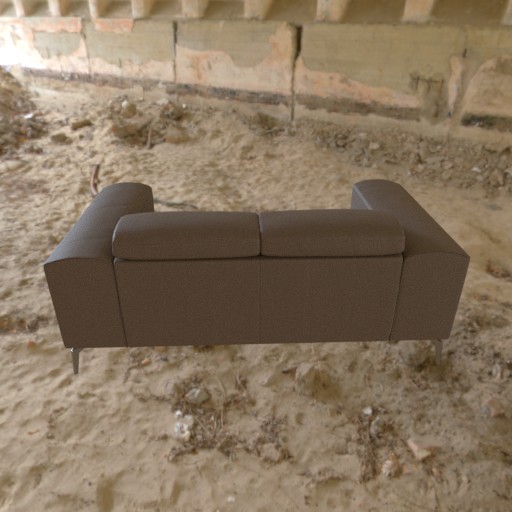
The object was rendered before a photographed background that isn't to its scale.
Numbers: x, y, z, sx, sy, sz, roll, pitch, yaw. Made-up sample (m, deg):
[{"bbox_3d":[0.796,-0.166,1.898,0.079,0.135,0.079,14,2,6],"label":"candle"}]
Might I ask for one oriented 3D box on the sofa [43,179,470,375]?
[{"bbox_3d":[0.000,0.000,2.462,1.895,0.779,1.003,-1,29,-2],"label":"sofa"}]
